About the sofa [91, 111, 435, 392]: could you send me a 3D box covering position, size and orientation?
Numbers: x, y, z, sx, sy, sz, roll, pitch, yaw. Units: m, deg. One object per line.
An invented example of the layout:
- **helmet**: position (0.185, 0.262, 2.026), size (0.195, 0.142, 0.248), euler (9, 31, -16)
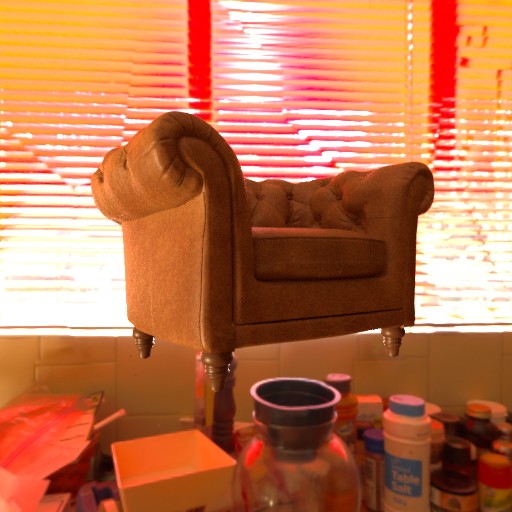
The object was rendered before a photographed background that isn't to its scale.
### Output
- **sofa**: position (0.000, 0.000, 2.020), size (1.405, 0.878, 1.033), euler (0, 0, -34)
